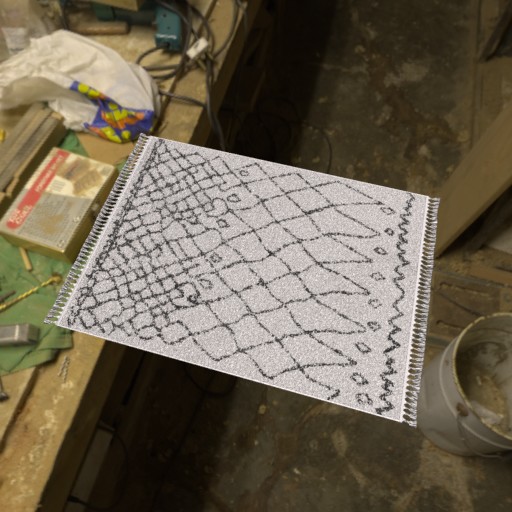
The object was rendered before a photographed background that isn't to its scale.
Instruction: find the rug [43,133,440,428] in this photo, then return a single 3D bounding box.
[{"bbox_3d":[0.000,0.000,2.983,2.312,0.017,1.613,14,64,7],"label":"rug"}]
